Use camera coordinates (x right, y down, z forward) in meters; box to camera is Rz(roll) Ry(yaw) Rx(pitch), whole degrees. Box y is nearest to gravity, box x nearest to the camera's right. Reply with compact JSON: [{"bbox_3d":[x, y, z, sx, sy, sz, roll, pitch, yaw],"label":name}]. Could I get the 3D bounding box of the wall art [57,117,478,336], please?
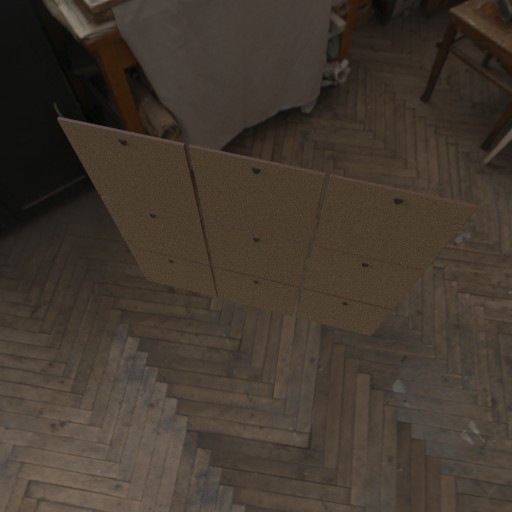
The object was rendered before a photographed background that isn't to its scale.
[{"bbox_3d":[0.000,0.000,2.256,1.533,1.532,0.019,13,65,6],"label":"wall art"}]
